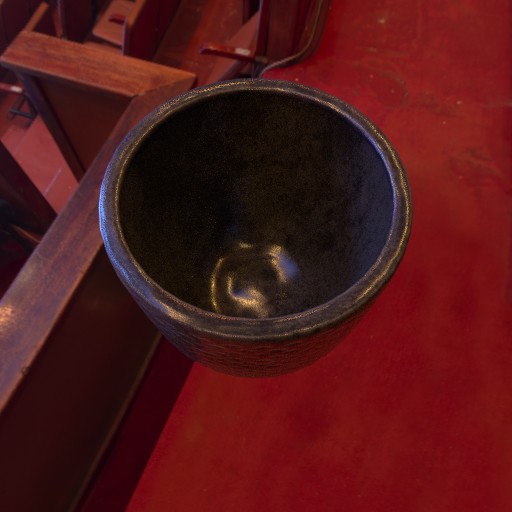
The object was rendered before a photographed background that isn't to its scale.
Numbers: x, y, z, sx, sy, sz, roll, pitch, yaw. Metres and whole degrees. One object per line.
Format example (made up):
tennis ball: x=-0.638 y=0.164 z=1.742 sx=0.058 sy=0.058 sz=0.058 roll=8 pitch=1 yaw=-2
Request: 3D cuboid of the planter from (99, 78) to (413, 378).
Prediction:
planter: x=0.000 y=0.000 z=0.360 sx=0.197 sy=0.191 sz=0.197 roll=0 pitch=63 yaw=0
